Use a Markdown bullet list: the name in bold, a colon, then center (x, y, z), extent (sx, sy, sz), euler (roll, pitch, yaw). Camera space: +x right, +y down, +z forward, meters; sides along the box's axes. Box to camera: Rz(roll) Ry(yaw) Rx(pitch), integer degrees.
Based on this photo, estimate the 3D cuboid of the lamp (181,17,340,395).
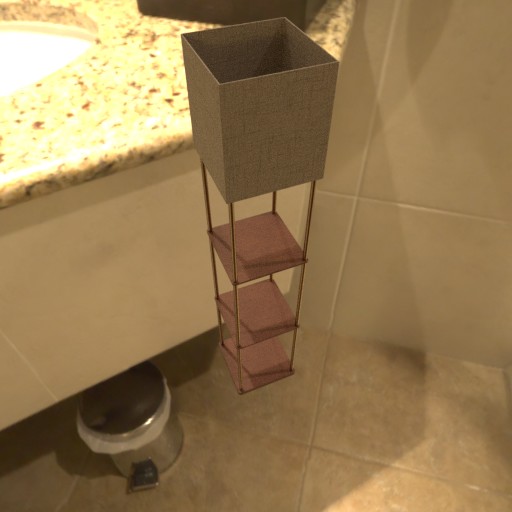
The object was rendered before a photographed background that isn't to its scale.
- **lamp**: center (0.000, 0.000, 1.701), extent (0.308, 1.569, 0.310), euler (-17, 50, -15)
